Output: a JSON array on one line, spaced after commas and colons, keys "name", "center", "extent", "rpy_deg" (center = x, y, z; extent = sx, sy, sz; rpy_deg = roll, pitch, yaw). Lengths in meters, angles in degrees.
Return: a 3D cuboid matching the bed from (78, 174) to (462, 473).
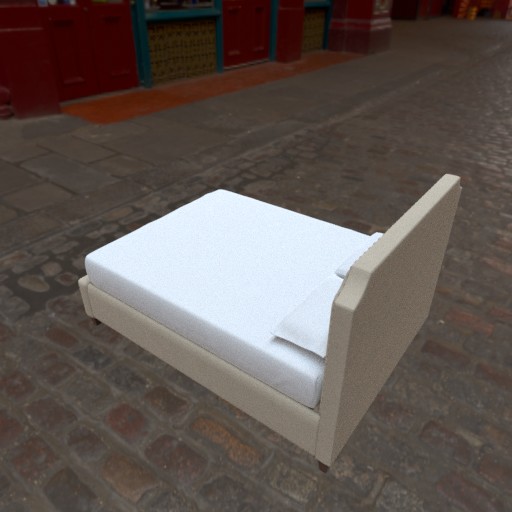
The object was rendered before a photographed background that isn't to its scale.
[{"name": "bed", "center": [0.000, 0.000, 3.411], "extent": [2.329, 1.415, 1.703], "rpy_deg": [22, 38, 30]}]
